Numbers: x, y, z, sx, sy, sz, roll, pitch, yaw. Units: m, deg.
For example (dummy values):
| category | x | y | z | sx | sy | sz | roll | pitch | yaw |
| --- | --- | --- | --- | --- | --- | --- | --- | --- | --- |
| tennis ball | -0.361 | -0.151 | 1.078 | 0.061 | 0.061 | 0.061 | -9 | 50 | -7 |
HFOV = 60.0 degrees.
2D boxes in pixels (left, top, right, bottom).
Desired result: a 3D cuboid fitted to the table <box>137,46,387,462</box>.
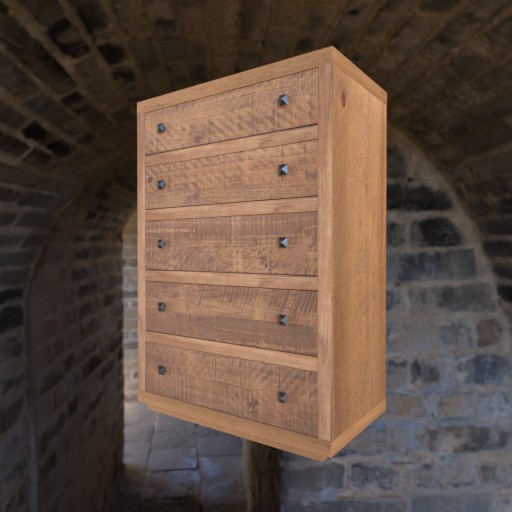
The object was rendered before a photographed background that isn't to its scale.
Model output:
| category | x | y | z | sx | sy | sz | roll | pitch | yaw |
| --- | --- | --- | --- | --- | --- | --- | --- | --- | --- |
| table | 0.000 | 0.000 | 1.810 | 0.901 | 1.294 | 0.524 | 1 | 1 | 35 |
